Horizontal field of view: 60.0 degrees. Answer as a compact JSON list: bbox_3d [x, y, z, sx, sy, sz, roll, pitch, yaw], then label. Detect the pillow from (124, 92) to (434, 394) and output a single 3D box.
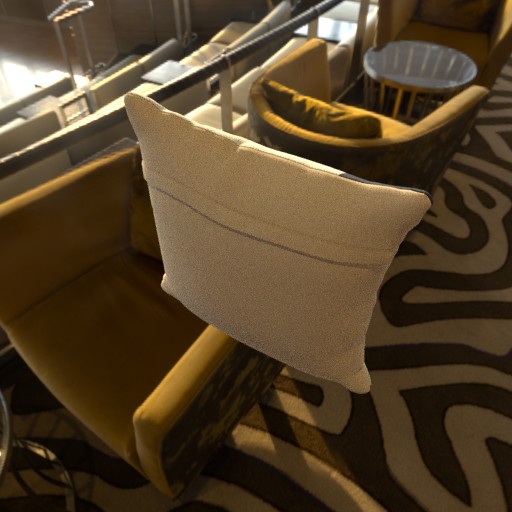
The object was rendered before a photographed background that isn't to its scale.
[{"bbox_3d":[0.000,0.000,0.814,0.536,0.506,0.229,24,50,21],"label":"pillow"}]
